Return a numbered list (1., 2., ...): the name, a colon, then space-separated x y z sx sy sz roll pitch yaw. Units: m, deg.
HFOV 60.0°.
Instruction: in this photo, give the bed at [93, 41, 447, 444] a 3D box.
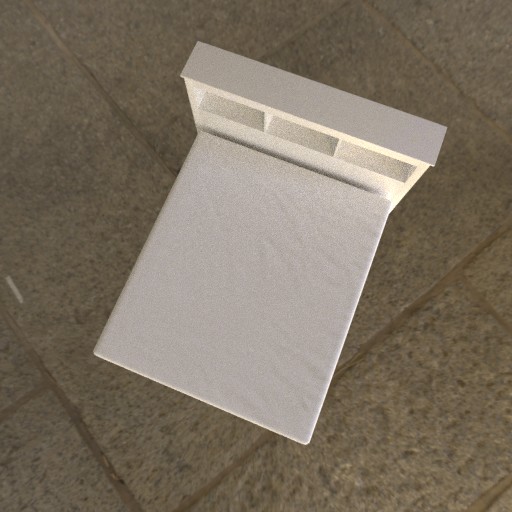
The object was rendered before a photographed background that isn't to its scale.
1. bed: 0.000 0.000 3.078 1.671 1.092 2.133 21 77 5
